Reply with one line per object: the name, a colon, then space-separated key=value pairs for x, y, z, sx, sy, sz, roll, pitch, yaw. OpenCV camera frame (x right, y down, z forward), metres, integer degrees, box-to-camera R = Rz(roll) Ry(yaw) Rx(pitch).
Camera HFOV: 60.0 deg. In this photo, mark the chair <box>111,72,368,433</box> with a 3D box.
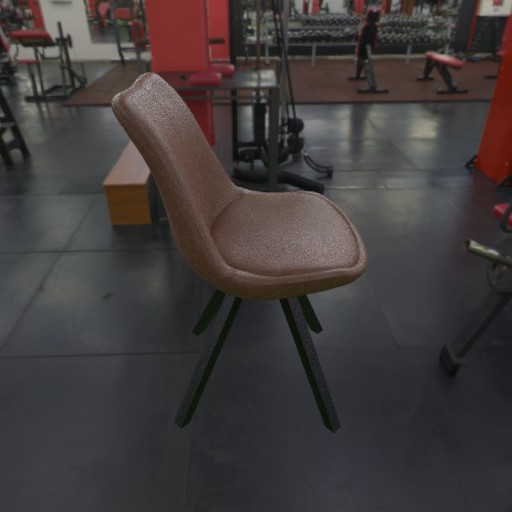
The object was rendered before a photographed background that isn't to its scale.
chair: x=0.000 y=0.000 z=1.147 sx=0.550 sy=0.850 sz=0.475 roll=0 pitch=32 yaw=0
